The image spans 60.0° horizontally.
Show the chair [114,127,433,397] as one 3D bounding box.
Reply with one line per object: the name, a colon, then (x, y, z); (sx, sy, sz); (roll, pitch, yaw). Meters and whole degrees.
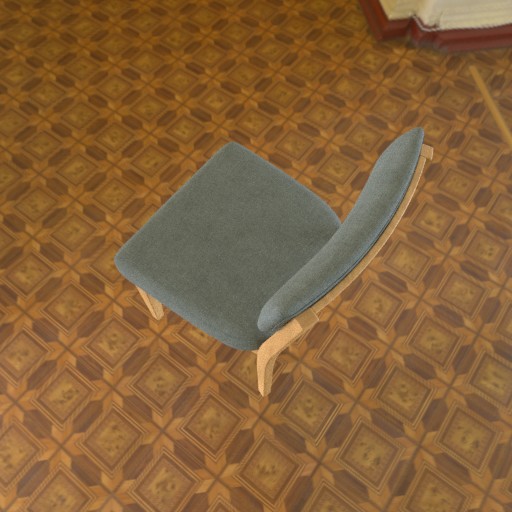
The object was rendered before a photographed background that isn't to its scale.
chair: (0.000, 0.000, 1.187); (0.572, 0.832, 0.508); (33, 67, 16)
